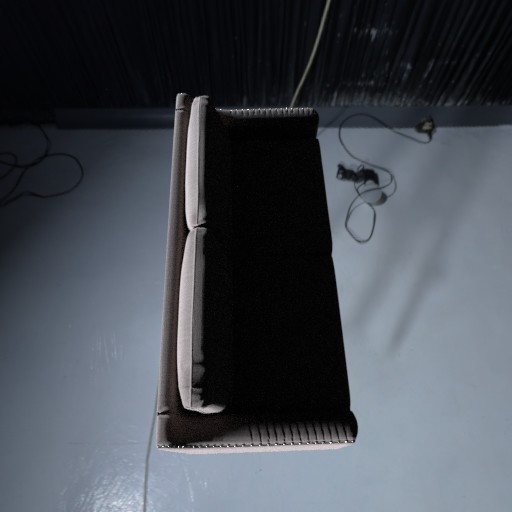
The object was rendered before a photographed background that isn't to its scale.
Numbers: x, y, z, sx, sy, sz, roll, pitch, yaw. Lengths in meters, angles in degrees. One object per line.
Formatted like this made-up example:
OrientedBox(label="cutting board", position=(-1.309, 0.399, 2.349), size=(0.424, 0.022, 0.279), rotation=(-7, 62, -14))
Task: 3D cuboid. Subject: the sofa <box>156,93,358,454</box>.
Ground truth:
OrientedBox(label="sofa", position=(0.000, 0.000, 2.762), size=(1.000, 0.857, 2.208), rotation=(-2, 64, -1))
